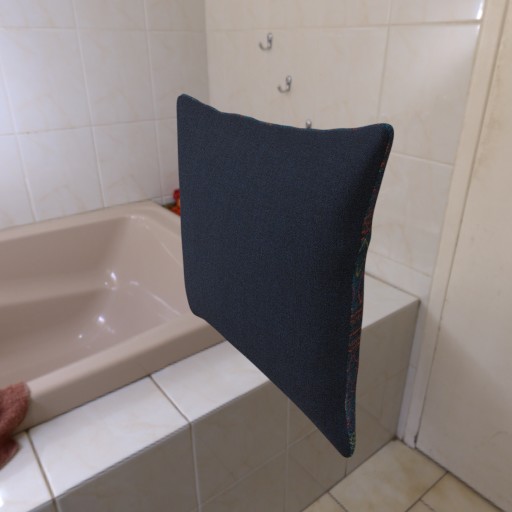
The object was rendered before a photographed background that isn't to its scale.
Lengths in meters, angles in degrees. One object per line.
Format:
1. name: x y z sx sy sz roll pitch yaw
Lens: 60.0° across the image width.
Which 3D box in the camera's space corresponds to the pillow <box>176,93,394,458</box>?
1. pillow: 0.000 0.000 0.653 0.141 0.431 0.431 -17 30 -32
